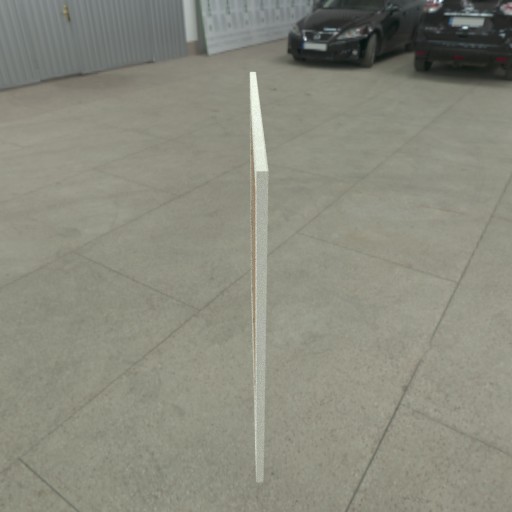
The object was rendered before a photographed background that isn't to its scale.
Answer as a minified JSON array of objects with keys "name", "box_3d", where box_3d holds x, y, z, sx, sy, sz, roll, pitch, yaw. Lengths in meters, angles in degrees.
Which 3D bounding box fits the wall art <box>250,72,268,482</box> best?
[{"name":"wall art","box_3d":[0.000,0.000,0.883,0.013,0.584,0.584,-1,32,-1]}]
